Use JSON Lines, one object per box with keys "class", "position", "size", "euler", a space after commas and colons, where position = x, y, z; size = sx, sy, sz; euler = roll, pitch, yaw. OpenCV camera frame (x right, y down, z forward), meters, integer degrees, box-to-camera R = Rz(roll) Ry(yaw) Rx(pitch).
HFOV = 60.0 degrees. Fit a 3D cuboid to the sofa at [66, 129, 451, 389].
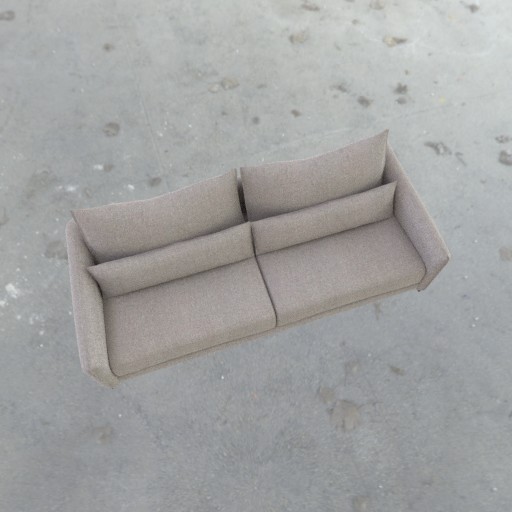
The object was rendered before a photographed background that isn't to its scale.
{"class": "sofa", "position": [0.000, 0.000, 2.498], "size": [2.022, 0.833, 0.809], "euler": [-16, 64, -8]}
